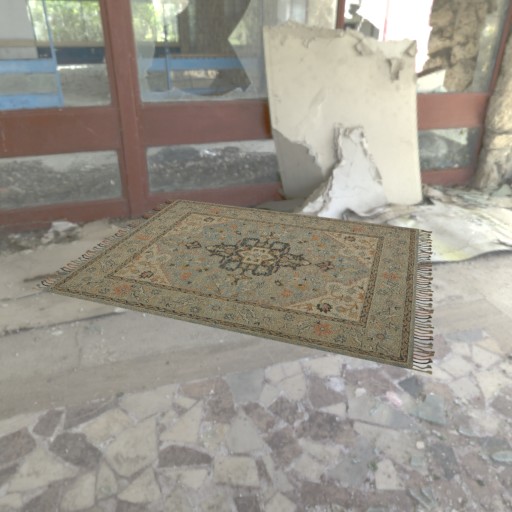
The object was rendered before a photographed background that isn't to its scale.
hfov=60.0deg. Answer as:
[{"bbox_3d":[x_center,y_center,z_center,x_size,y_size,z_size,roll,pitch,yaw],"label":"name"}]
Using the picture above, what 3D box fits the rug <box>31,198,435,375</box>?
[{"bbox_3d":[0.000,0.000,3.514,2.651,0.010,1.971,9,28,17],"label":"rug"}]
